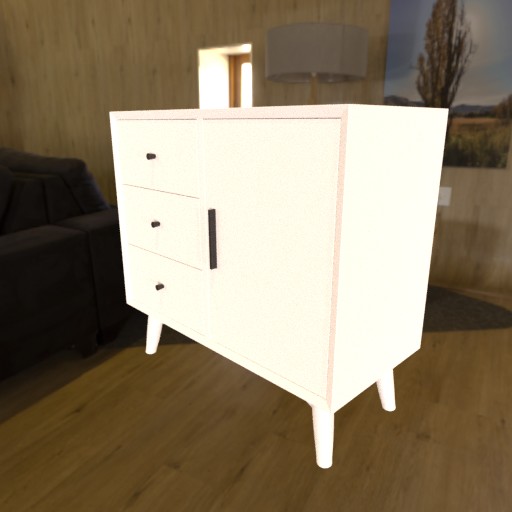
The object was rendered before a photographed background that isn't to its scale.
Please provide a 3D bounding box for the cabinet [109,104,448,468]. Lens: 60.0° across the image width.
[{"bbox_3d":[0.000,0.000,1.219,0.398,0.761,0.800,-16,23,-43],"label":"cabinet"}]
